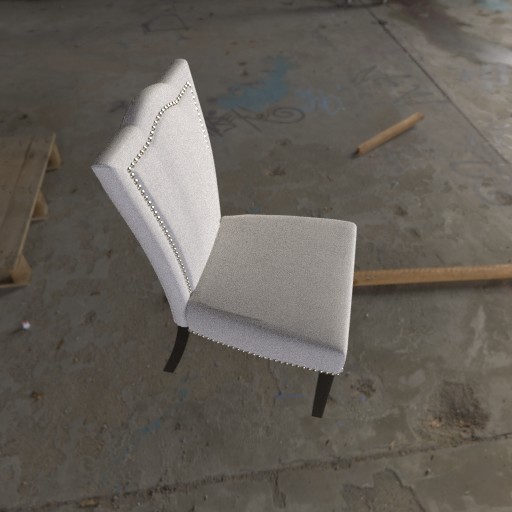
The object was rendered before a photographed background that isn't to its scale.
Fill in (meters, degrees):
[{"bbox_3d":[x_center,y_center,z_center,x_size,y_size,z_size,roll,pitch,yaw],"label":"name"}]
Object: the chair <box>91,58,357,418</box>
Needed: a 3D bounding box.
[{"bbox_3d":[0.000,0.000,1.300,0.589,0.946,0.518,9,48,8],"label":"chair"}]
